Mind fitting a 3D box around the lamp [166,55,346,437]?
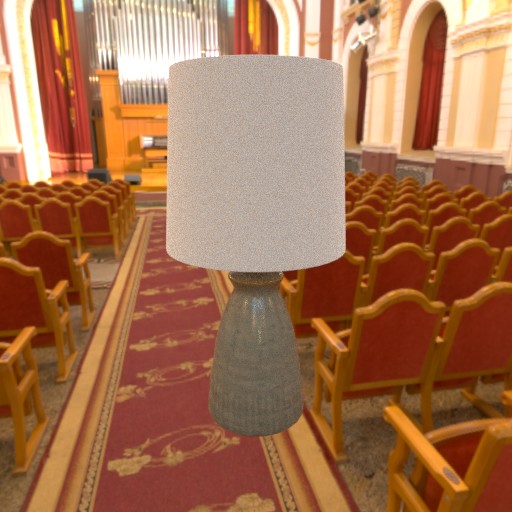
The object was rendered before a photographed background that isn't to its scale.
[{"bbox_3d":[0.000,0.000,0.472,0.186,0.369,0.186,0,15,0],"label":"lamp"}]
